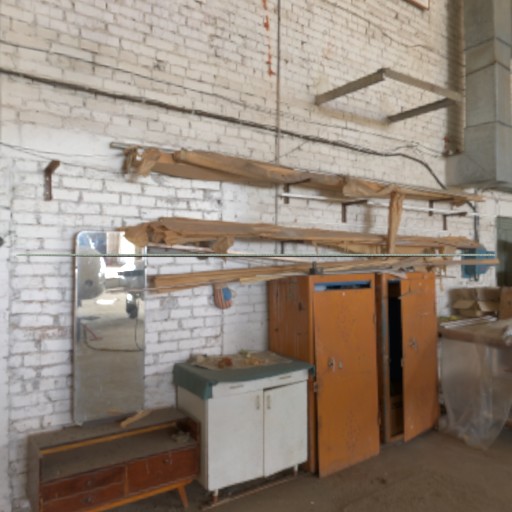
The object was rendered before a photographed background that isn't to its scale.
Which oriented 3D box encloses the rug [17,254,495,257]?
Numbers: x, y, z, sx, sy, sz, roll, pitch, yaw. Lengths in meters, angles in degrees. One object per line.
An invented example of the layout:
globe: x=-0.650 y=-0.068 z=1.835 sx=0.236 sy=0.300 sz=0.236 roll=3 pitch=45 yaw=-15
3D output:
rug: x=0.000 y=0.000 z=3.937 sx=2.980 sy=0.012 sz=2.363 roll=0 pitch=0 yaw=0
